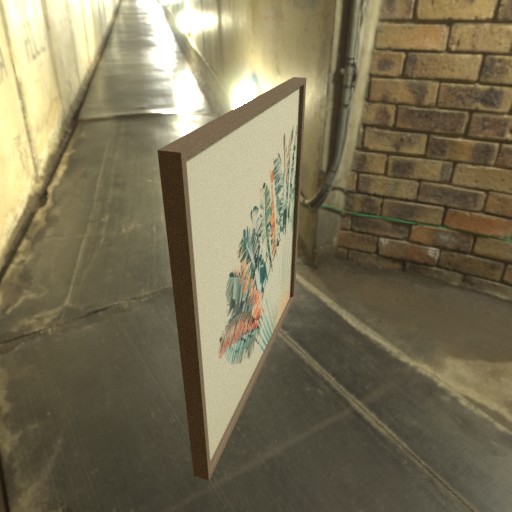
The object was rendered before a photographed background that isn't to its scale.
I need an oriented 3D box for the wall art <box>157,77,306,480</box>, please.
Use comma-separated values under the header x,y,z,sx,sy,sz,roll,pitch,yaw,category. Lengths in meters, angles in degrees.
x,y,z,sx,sy,sz,roll,pitch,yaw,category
0.000,0.000,1.137,0.038,0.758,0.761,10,31,17,wall art
